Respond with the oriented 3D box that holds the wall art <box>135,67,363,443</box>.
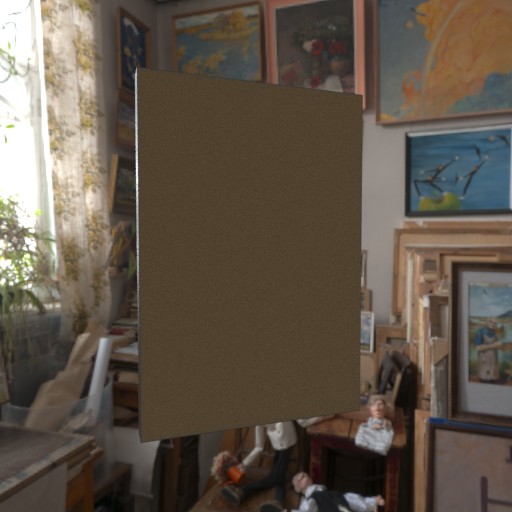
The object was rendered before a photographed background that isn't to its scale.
[{"bbox_3d":[0.000,0.000,0.605,0.313,0.457,0.031,-1,2,-19],"label":"wall art"}]
